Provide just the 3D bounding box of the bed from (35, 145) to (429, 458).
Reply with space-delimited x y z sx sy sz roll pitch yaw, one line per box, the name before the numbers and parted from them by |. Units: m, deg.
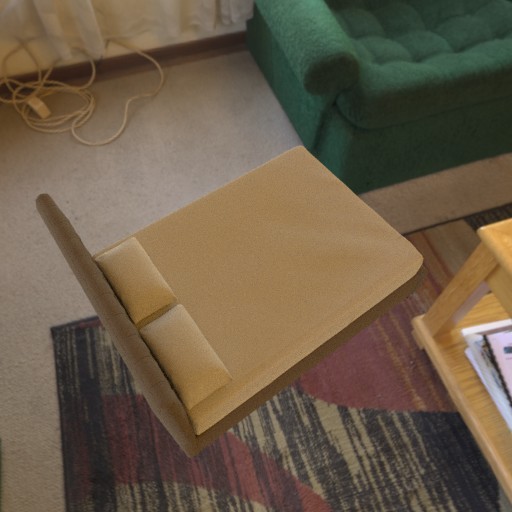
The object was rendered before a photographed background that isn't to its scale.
bed | 0.000 0.000 3.460 2.387 1.427 1.698 -31 62 -18
